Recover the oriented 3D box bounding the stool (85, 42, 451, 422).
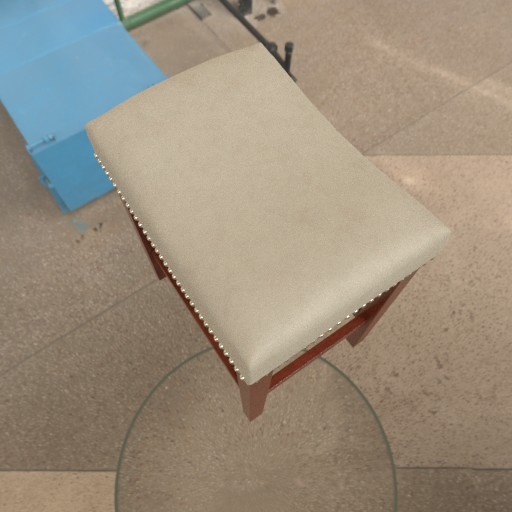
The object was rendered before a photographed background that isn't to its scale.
[{"bbox_3d":[0.000,0.000,0.950,0.375,0.632,0.509,-32,68,-15],"label":"stool"}]
